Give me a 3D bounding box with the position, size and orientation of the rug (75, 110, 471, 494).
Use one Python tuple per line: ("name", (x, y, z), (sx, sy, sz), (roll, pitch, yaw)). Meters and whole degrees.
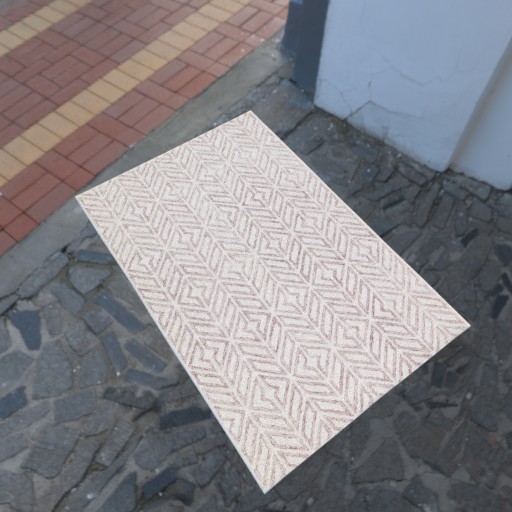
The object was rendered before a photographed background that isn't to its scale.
("rug", (0.000, 0.000, 2.316), (1.220, 0.007, 1.828), (-32, 64, -17))
